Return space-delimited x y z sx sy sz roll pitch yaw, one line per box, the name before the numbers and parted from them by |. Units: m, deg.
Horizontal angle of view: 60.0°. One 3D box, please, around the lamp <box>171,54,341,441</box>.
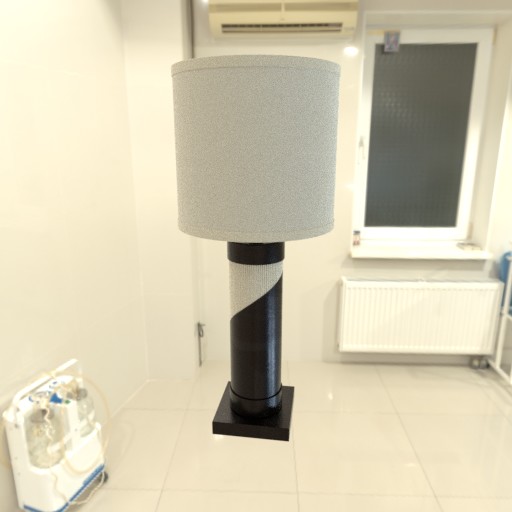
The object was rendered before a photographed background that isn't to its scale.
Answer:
lamp | 0.000 0.000 0.619 0.211 0.509 0.211 2 15 8
